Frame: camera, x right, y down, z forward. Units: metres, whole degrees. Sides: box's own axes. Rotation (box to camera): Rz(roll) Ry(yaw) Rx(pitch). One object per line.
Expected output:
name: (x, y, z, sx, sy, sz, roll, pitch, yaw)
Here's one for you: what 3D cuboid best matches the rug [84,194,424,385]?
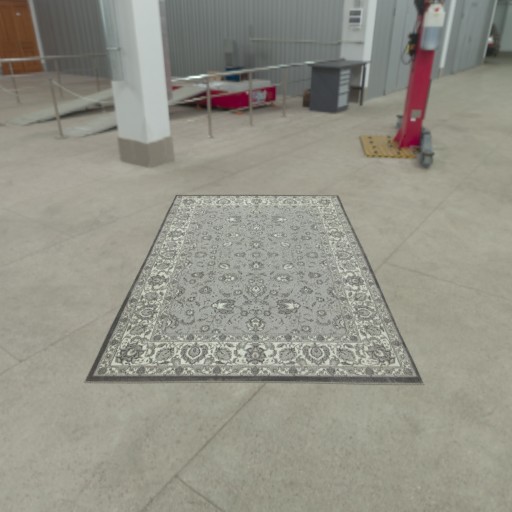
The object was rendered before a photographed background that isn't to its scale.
rug: (0.000, 0.000, 3.047, 1.524, 0.011, 2.438, 0, 28, 0)
